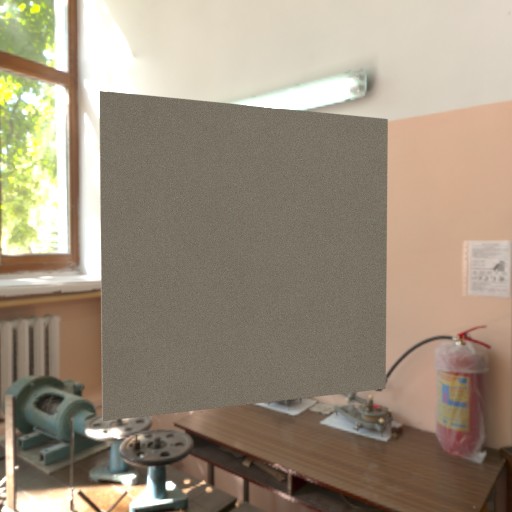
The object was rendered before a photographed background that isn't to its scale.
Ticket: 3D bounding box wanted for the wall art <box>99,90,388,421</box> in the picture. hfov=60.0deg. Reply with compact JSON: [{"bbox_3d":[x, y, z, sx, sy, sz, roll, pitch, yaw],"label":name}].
[{"bbox_3d":[0.000,0.000,1.154,0.762,0.762,0.040,-1,2,-18],"label":"wall art"}]
